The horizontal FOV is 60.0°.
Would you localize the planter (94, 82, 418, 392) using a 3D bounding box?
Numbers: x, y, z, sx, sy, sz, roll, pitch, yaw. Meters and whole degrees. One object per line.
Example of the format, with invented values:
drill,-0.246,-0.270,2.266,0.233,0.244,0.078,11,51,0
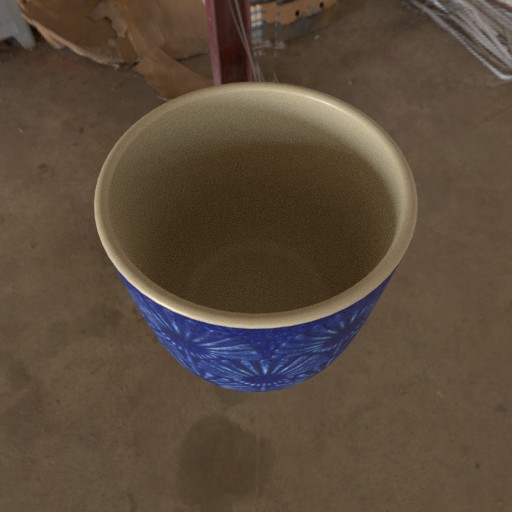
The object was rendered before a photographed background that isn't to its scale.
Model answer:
planter,0.000,0.000,0.217,0.124,0.109,0.124,0,57,0
